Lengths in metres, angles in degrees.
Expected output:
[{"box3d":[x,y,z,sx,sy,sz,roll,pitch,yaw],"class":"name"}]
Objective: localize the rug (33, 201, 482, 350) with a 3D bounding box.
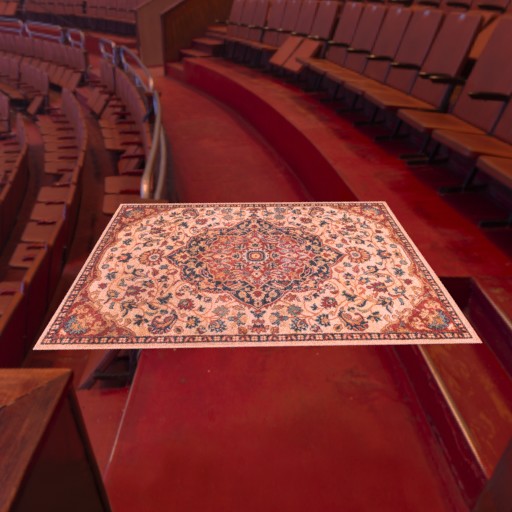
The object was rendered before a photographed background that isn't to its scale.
[{"box3d":[0.000,0.000,4.075,3.067,0.005,2.454,-1,30,-1],"class":"rug"}]
